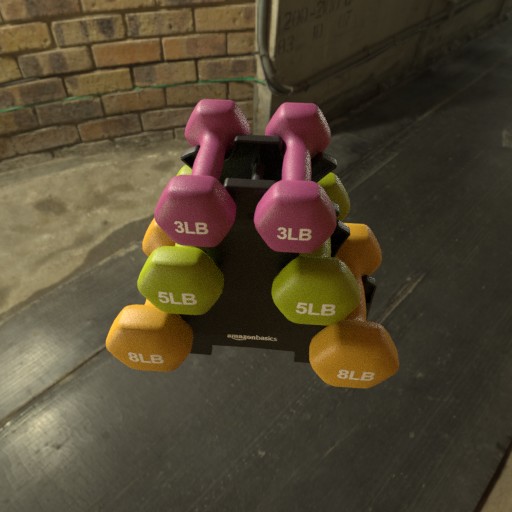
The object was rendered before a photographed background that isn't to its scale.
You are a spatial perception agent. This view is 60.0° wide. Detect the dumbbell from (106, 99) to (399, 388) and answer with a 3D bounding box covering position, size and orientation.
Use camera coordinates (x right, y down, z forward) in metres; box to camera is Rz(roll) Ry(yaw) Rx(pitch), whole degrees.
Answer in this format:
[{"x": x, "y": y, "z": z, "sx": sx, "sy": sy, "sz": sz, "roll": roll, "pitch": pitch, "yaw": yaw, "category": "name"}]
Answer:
[{"x": 0.000, "y": 0.000, "z": 0.461, "sx": 0.300, "sy": 0.271, "sz": 0.190, "roll": 4, "pitch": 46, "yaw": 4, "category": "dumbbell"}]
